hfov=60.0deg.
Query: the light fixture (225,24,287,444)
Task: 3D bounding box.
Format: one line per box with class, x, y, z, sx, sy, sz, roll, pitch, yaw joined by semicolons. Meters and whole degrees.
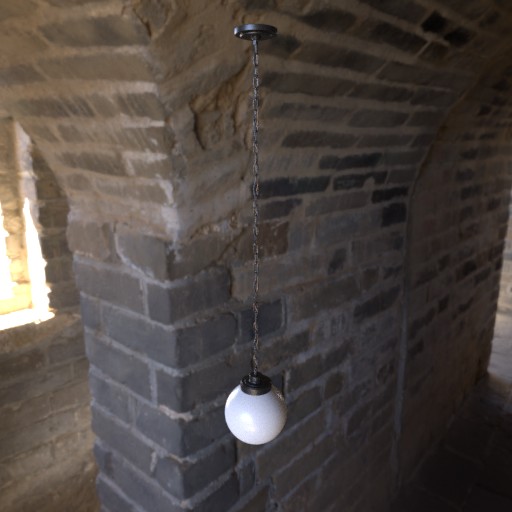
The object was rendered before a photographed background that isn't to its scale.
light fixture;0.000;0.000;1.995;0.304;1.867;0.305;-2;14;-8
